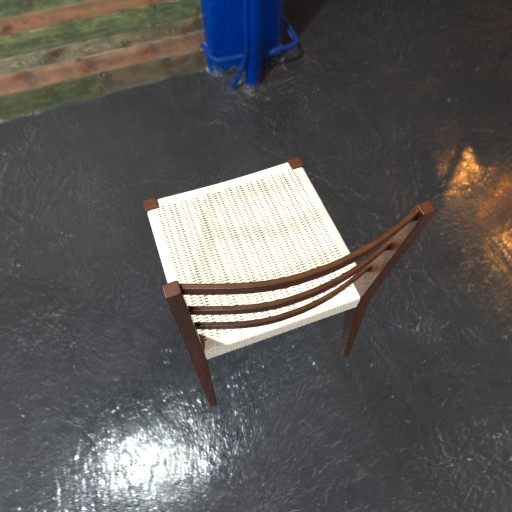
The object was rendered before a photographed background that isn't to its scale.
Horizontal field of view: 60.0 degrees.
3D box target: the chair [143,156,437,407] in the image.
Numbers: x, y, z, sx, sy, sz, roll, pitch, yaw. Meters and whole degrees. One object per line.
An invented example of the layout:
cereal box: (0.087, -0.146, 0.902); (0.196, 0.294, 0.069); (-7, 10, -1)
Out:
chair: (0.000, 0.000, 1.164); (0.480, 0.813, 0.551); (-18, 61, -10)
